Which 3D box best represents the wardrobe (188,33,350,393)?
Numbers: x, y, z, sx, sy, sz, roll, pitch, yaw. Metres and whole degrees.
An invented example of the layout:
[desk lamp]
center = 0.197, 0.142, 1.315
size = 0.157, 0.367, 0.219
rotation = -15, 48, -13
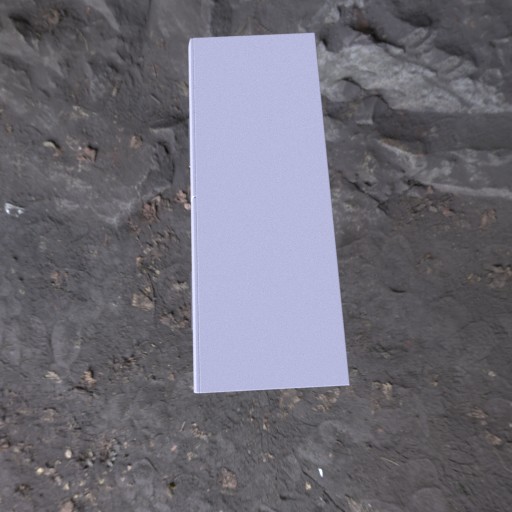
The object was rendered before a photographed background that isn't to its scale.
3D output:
[wardrobe]
center = 0.000, 0.000, 1.644
size = 0.360, 1.200, 0.900
rotation = -3, 76, -1
